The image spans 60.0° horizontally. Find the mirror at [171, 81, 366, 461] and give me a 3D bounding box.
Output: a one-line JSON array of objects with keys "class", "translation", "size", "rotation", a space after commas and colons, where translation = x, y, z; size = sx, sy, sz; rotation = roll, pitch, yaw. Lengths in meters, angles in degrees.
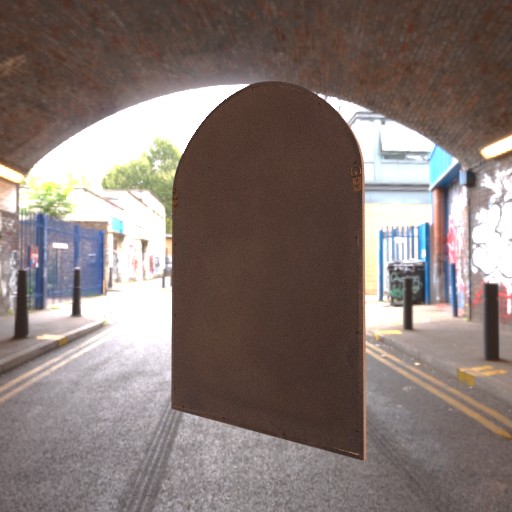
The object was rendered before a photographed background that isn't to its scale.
[{"class": "mirror", "translation": [0.000, 0.000, 1.180], "size": [0.609, 0.915, 0.032], "rotation": [-1, -2, 36]}]
